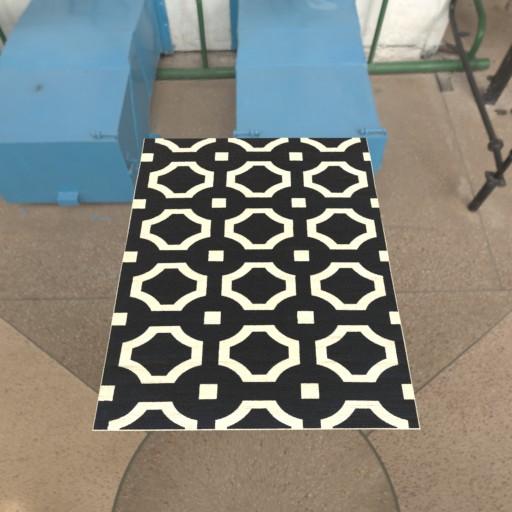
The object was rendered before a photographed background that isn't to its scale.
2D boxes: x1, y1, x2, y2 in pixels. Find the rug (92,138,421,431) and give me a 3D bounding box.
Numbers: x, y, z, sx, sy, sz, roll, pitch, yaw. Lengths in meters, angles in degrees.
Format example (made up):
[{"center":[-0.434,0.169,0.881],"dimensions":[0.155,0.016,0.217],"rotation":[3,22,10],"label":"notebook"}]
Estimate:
[{"center":[0.000,0.000,4.111],"dimensions":[2.466,0.021,3.049],"rotation":[0,59,0],"label":"rug"}]
